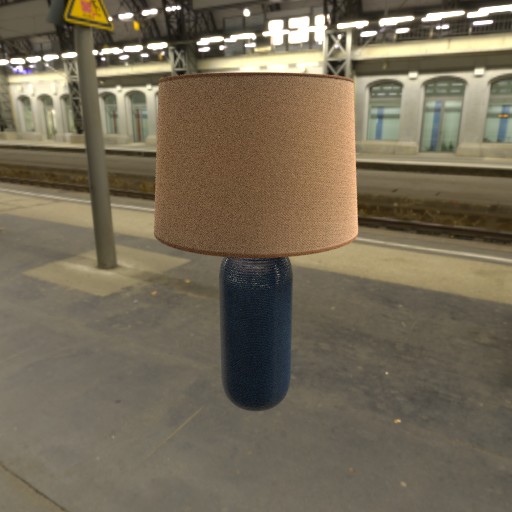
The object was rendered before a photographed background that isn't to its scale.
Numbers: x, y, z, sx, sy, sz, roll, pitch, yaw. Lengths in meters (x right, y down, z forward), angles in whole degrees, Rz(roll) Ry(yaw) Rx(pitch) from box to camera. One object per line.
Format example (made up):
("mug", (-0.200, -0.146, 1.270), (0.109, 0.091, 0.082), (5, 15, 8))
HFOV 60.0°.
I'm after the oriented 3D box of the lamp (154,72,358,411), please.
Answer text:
("lamp", (0.000, 0.000, 0.831), (0.367, 0.609, 0.367), (0, 17, 0))
